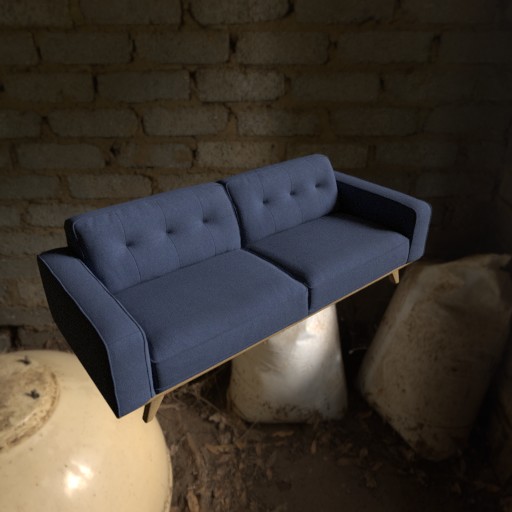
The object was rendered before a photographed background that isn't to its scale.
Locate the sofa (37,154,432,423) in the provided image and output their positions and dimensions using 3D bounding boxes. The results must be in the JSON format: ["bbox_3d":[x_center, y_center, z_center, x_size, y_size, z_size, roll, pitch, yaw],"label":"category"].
[{"bbox_3d":[0.000,0.000,2.702,2.270,0.782,0.953,-21,36,-33],"label":"sofa"}]
